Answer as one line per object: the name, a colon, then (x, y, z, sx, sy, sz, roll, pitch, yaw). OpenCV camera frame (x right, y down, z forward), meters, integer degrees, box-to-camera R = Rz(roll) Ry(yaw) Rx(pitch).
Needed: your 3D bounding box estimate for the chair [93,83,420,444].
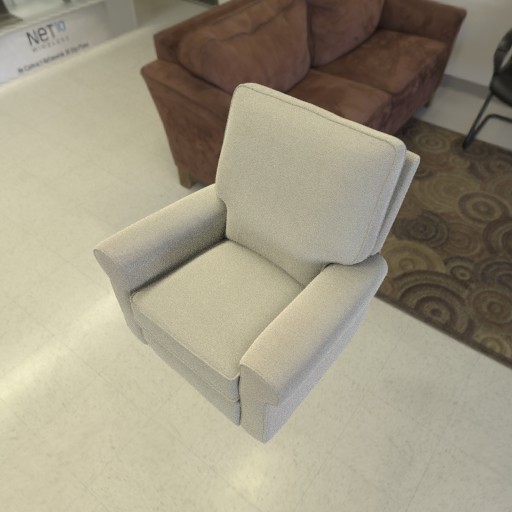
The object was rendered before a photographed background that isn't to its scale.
chair: (0.000, 0.000, 1.691, 0.890, 0.960, 0.878, 32, 56, 25)
